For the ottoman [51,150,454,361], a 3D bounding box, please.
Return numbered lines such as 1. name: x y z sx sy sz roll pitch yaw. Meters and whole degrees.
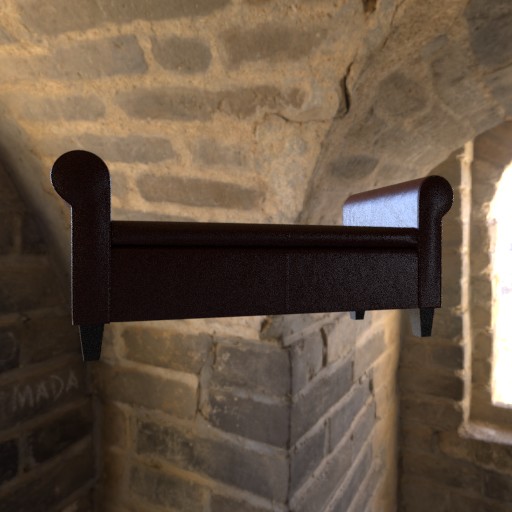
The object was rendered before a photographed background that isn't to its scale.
1. ottoman: 0.000 0.000 1.547 1.256 0.547 0.521 0 0 -19
